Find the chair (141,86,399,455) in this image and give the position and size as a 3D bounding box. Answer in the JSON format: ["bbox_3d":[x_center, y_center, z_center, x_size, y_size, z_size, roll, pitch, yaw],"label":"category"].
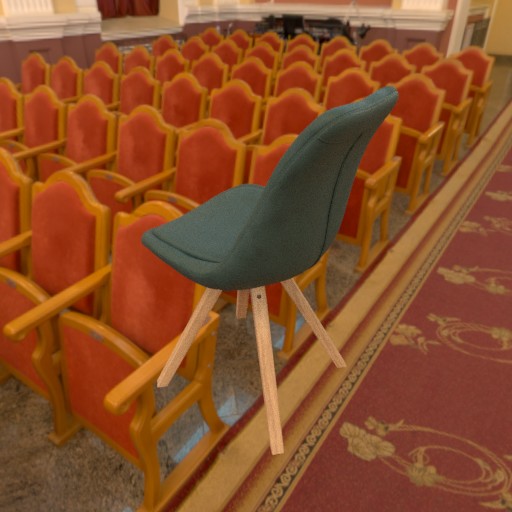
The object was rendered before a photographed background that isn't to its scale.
[{"bbox_3d":[0.000,0.000,1.168,0.547,0.865,0.483,20,36,30],"label":"chair"}]
